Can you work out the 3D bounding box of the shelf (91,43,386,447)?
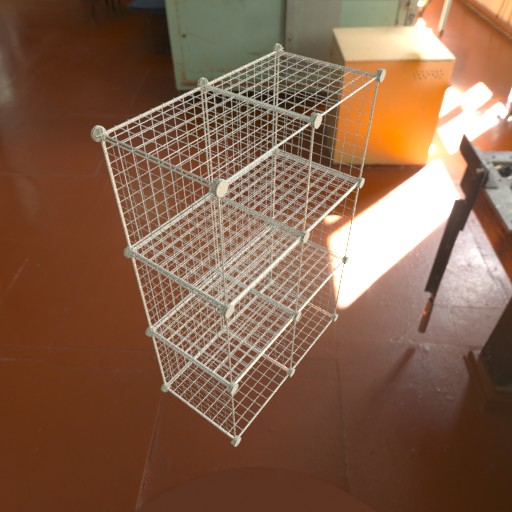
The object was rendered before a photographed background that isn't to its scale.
[{"bbox_3d":[0.000,0.000,1.438,0.356,1.067,0.711,27,49,26],"label":"shelf"}]
